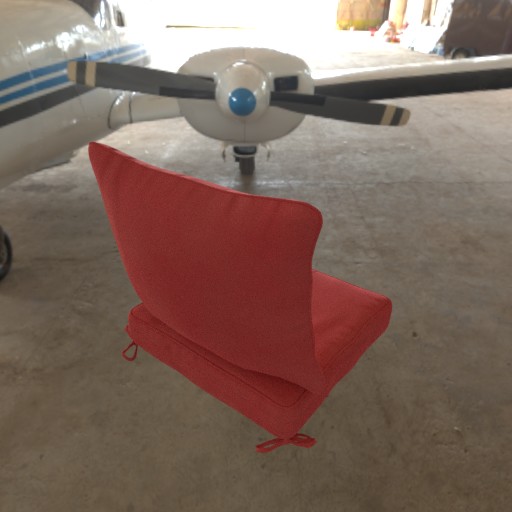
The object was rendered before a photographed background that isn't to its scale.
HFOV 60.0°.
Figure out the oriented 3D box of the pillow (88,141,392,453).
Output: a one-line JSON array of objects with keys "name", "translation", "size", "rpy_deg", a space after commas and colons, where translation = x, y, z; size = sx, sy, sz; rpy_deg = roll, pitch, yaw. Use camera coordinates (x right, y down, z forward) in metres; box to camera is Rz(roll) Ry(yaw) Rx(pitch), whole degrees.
[{"name": "pillow", "translation": [0.000, 0.000, 1.403], "size": [0.798, 0.725, 0.733], "rpy_deg": [21, 36, 33]}]
